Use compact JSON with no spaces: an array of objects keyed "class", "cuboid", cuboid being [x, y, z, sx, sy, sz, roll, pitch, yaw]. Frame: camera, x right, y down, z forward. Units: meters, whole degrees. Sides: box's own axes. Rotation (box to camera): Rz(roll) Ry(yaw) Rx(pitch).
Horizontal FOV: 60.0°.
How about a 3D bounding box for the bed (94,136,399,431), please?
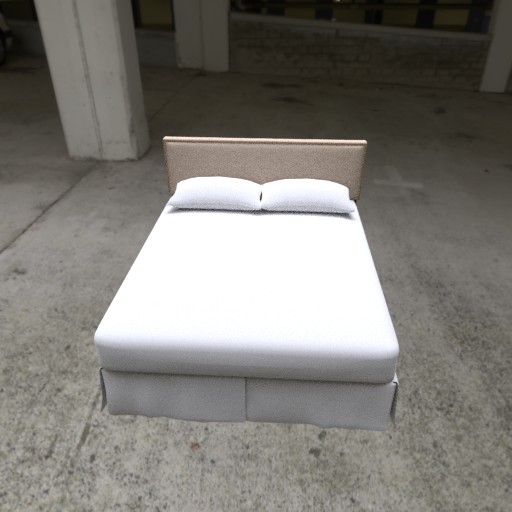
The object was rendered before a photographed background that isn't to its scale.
[{"class":"bed","cuboid":[0.000,0.000,2.923,1.616,1.016,1.876,2,31,3]}]
